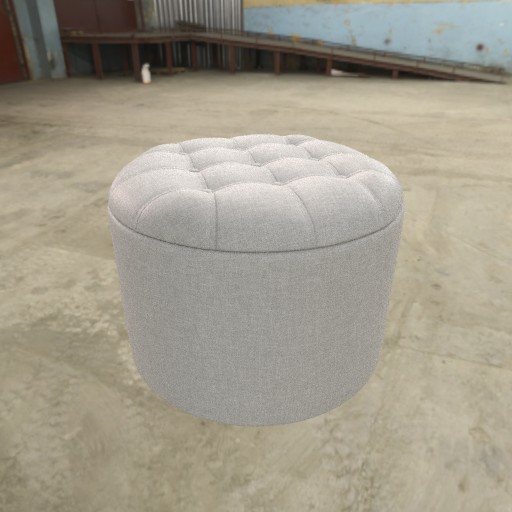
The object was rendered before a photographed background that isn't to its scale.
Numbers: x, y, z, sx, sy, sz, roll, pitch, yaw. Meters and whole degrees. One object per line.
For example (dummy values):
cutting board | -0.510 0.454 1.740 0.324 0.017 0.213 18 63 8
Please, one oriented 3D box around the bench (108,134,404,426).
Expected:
bench | 0.000 0.000 1.000 0.600 0.453 0.600 0 28 0
